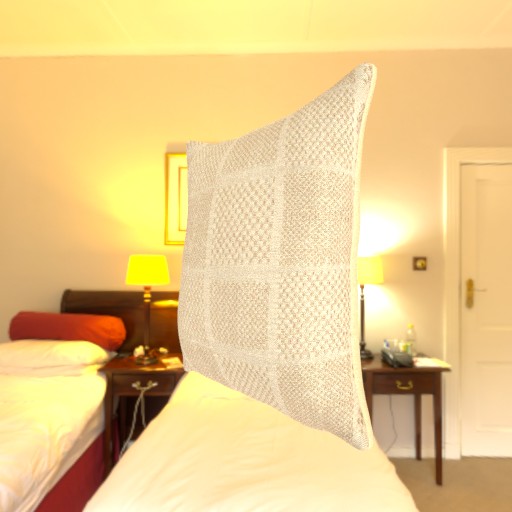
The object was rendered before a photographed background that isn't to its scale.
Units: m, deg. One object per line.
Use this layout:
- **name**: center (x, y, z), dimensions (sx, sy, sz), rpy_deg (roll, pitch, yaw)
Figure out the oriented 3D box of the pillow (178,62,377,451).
- **pillow**: center (0.000, 0.000, 0.665), dimensions (0.138, 0.432, 0.436), rpy_deg (0, 0, -36)
